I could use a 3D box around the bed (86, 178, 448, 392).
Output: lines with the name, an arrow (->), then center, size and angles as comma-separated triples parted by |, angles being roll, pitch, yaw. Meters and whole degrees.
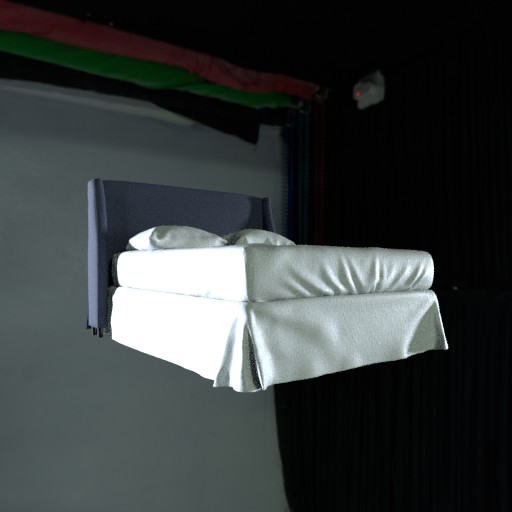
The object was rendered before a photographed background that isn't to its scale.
bed -> 0.000, 0.000, 3.436 | 1.925, 1.332, 2.276 | 1, -1, -37
